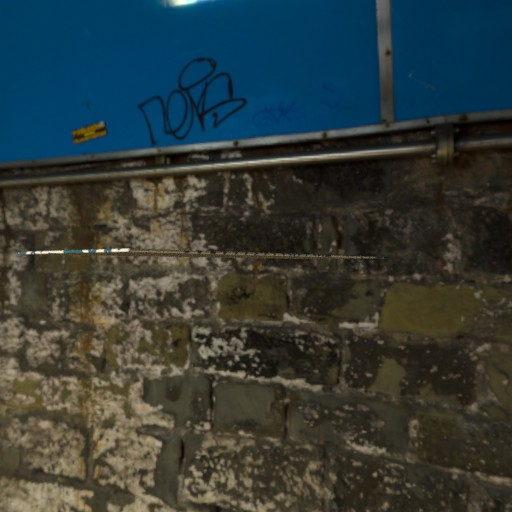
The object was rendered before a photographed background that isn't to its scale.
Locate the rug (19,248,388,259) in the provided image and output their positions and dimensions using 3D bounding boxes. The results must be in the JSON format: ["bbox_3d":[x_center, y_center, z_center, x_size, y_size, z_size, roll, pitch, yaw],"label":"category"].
[{"bbox_3d":[0.000,0.000,2.662,0.750,0.011,2.435,-1,-1,36],"label":"rug"}]
